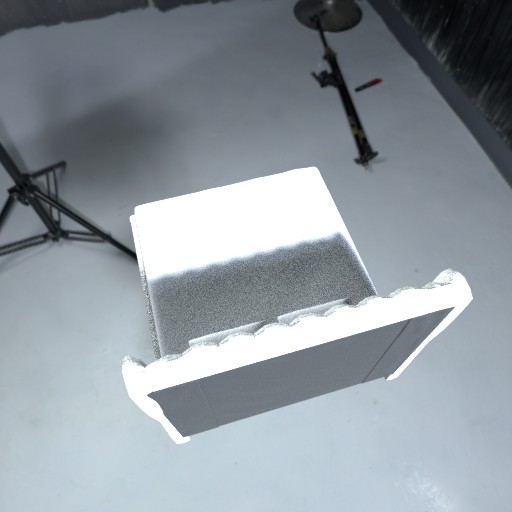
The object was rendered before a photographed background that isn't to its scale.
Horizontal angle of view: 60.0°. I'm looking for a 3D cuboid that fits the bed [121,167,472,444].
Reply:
[{"bbox_3d":[0.000,0.000,3.898,2.219,1.771,2.347,-14,60,-8],"label":"bed"}]
